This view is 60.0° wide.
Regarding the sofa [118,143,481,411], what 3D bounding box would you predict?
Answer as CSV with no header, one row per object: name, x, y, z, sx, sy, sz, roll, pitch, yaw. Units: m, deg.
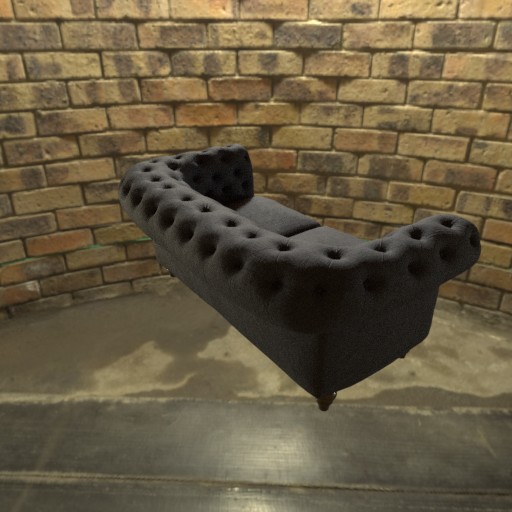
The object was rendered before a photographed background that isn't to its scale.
sofa,0.000,0.000,2.491,1.082,0.833,1.988,-18,32,-32
